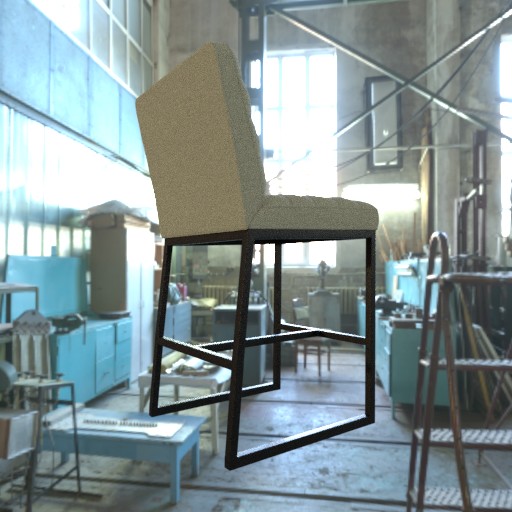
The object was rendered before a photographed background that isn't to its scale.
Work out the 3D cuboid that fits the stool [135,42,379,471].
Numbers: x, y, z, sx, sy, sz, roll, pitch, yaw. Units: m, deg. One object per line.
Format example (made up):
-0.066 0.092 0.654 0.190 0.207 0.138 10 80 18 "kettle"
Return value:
0.000 0.000 1.278 0.560 0.940 0.460 1 -1 -36 "stool"
